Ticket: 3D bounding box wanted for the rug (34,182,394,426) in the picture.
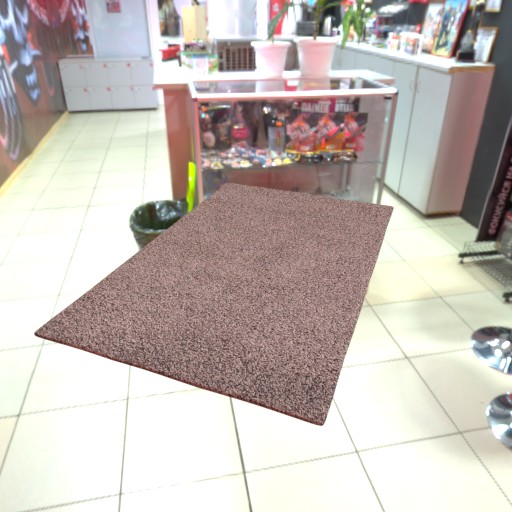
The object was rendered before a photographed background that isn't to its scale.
[{"bbox_3d":[0.000,0.000,3.463,1.778,0.030,2.743,11,32,19],"label":"rug"}]
